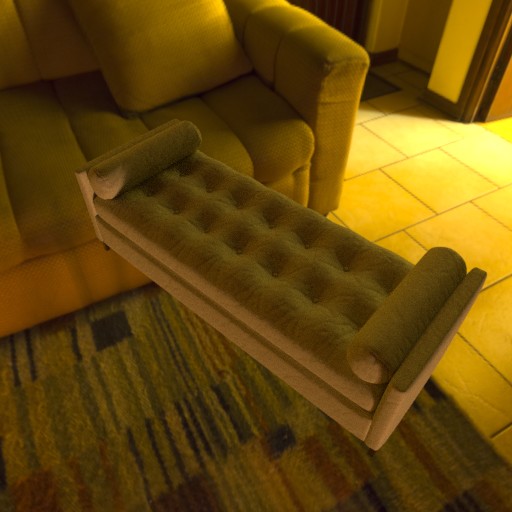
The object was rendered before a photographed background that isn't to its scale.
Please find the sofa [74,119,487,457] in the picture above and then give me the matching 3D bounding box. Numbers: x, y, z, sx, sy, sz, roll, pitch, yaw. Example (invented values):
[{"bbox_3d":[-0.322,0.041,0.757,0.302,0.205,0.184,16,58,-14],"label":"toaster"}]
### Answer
[{"bbox_3d":[0.000,0.000,2.446,2.102,0.705,0.796,32,54,27],"label":"sofa"}]
